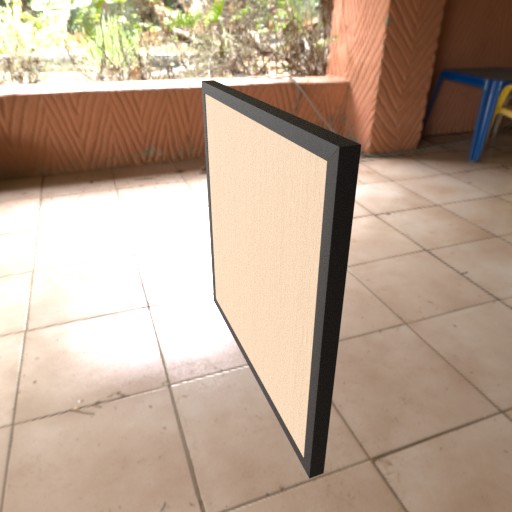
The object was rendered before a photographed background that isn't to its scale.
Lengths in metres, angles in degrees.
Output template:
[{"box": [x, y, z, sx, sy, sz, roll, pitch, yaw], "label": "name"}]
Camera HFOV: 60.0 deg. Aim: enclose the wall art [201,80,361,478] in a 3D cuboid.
[{"box": [0.000, 0.000, 0.458, 0.015, 0.304, 0.306, -11, 31, -19], "label": "wall art"}]
